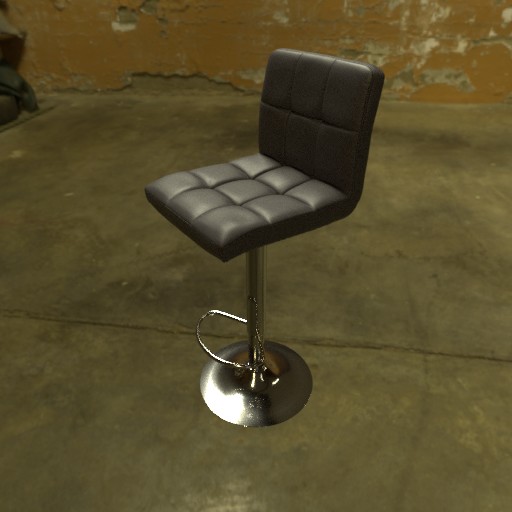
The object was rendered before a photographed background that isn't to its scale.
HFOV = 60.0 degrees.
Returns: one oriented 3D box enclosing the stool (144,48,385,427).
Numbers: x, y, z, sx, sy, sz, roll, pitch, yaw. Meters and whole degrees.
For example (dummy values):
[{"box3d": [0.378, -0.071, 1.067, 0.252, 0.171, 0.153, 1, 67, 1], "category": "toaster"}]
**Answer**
[{"box3d": [0.000, 0.000, 1.378, 0.505, 1.115, 0.430, -22, 38, -30], "category": "stool"}]
